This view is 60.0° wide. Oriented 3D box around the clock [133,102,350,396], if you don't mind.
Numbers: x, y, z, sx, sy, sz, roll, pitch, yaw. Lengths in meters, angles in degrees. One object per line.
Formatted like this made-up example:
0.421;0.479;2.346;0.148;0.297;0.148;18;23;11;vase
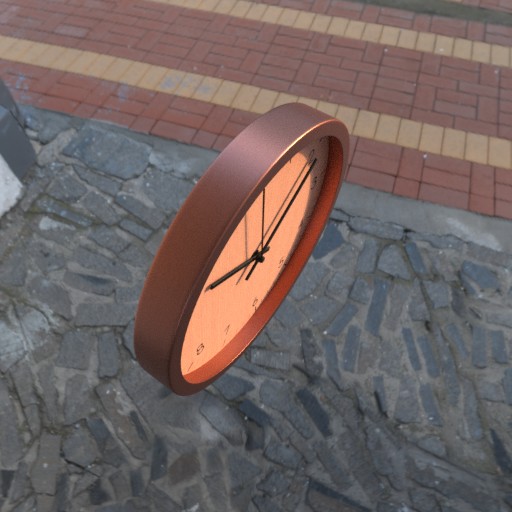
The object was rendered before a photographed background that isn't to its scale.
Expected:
0.000;0.000;0.465;0.040;0.313;0.313;31;64;17;clock
